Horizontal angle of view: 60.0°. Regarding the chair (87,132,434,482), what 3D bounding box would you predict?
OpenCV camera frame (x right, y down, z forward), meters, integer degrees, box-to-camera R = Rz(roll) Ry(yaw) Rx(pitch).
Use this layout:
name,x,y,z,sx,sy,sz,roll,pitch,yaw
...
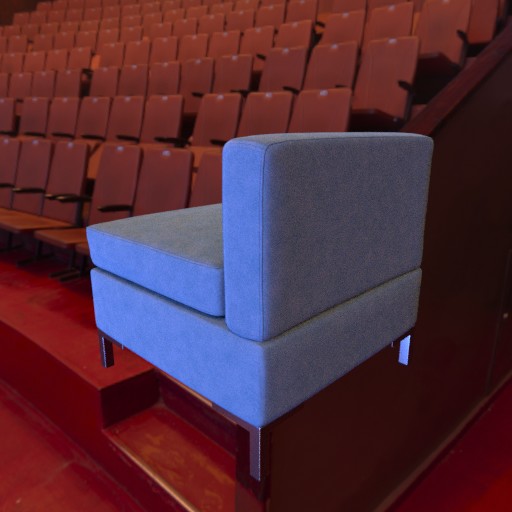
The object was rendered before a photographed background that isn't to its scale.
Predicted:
name,x,y,z,sx,sy,sz,roll,pitch,yaw
chair,0.000,0.000,1.226,0.685,0.660,0.684,15,22,42
